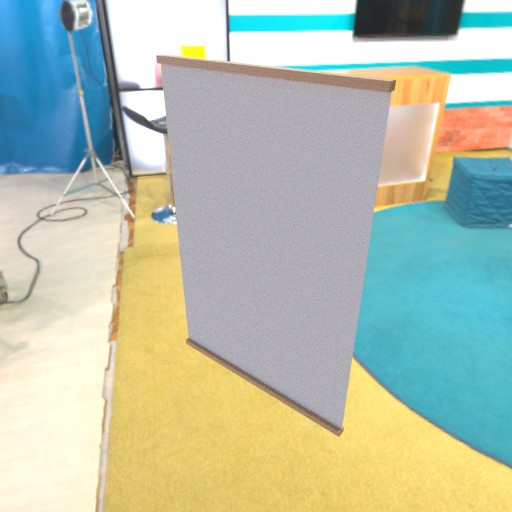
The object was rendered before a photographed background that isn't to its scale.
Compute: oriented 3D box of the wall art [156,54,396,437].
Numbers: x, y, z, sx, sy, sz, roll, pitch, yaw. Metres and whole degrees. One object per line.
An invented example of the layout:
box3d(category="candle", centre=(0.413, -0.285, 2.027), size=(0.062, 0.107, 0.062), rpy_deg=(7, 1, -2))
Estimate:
box3d(category="wall art", centre=(0.000, 0.000, 0.767), size=(0.401, 0.611, 0.016), rpy_deg=(22, 37, 33))
